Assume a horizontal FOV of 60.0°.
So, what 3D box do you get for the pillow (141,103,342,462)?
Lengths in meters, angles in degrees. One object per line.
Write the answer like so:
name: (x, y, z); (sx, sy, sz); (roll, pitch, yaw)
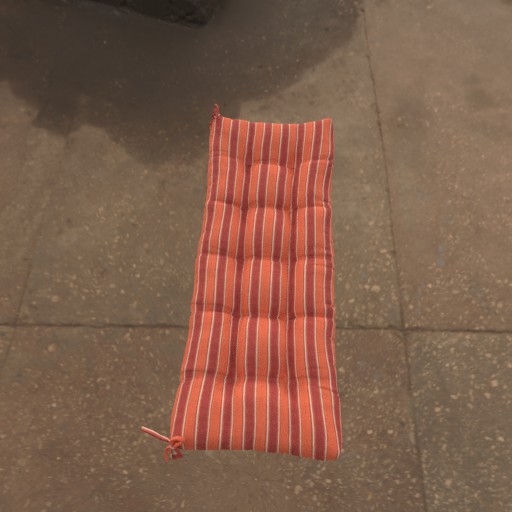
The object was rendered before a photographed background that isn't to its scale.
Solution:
pillow: (0.000, 0.000, 1.386); (0.511, 0.174, 1.194); (3, 63, 2)
